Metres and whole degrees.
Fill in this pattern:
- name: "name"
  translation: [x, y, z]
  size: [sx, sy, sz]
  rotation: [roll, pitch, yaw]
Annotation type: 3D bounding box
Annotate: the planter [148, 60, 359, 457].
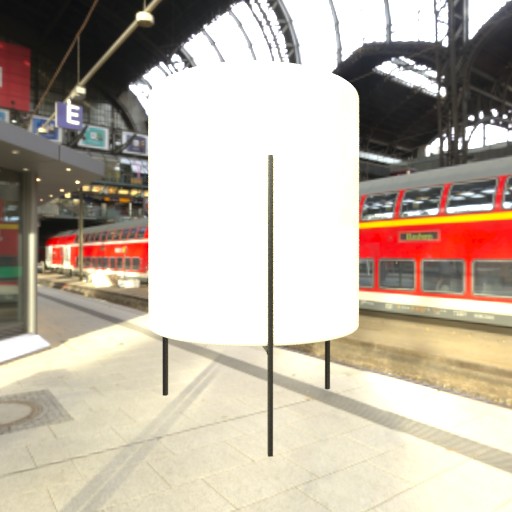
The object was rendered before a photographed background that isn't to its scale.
- name: "planter"
  translation: [0.000, 0.000, 0.705]
  size: [0.333, 0.483, 0.324]
  rotation: [0, 0, -37]
